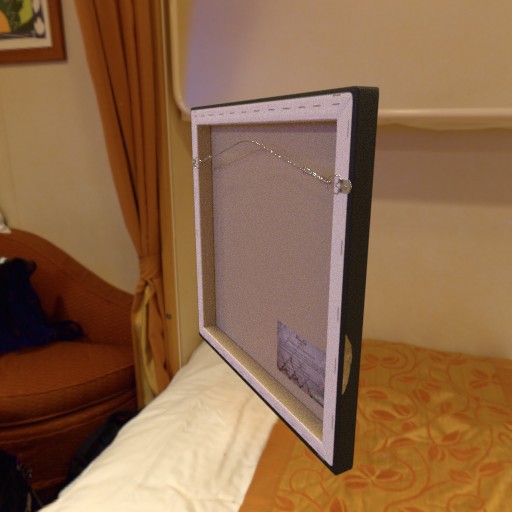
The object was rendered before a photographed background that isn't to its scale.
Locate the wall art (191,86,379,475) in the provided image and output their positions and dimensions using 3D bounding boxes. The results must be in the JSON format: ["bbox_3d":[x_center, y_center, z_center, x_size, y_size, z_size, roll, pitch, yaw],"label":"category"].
[{"bbox_3d":[0.000,0.000,0.918,0.043,0.611,0.610,-8,18,-28],"label":"wall art"}]
